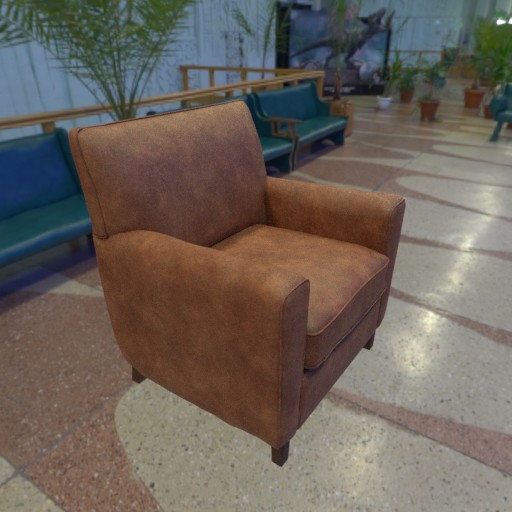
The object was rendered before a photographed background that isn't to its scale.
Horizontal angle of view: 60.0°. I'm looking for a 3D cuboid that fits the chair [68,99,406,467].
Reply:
[{"bbox_3d":[0.000,0.000,1.594,0.823,0.943,0.870,18,31,31],"label":"chair"}]
